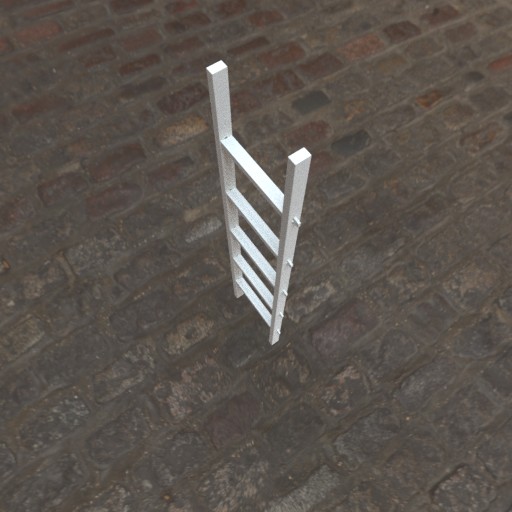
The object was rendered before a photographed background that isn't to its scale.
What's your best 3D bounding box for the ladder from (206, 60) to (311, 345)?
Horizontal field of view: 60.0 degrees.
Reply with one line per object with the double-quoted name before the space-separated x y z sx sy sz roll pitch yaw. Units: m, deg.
"ladder" 0.000 0.000 1.968 0.051 1.797 0.452 -33 69 -14
